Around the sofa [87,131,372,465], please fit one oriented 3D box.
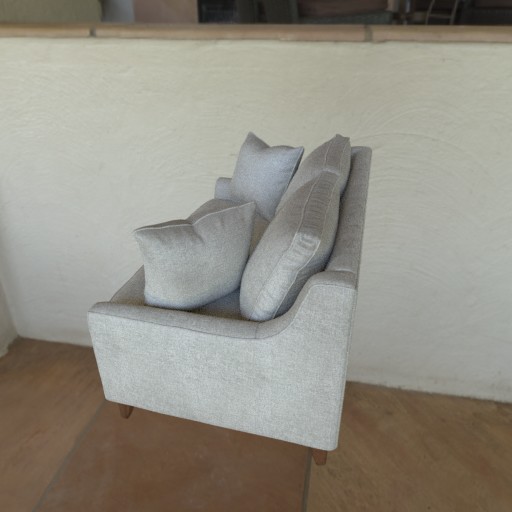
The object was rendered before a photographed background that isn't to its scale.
[{"bbox_3d":[0.000,0.000,2.015,0.915,0.863,1.422,7,30,13],"label":"sofa"}]
